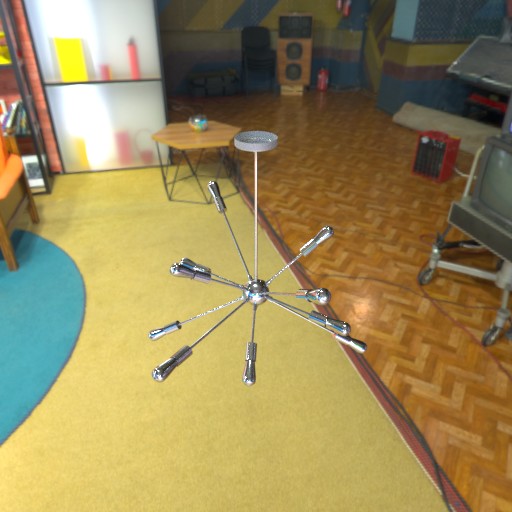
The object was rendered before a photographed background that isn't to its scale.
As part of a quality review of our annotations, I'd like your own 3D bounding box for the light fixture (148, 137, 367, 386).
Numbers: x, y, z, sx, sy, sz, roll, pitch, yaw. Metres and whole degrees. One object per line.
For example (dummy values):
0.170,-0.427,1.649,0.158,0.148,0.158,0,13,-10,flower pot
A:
0.000,0.000,1.034,0.509,0.558,0.684,20,37,29,light fixture
